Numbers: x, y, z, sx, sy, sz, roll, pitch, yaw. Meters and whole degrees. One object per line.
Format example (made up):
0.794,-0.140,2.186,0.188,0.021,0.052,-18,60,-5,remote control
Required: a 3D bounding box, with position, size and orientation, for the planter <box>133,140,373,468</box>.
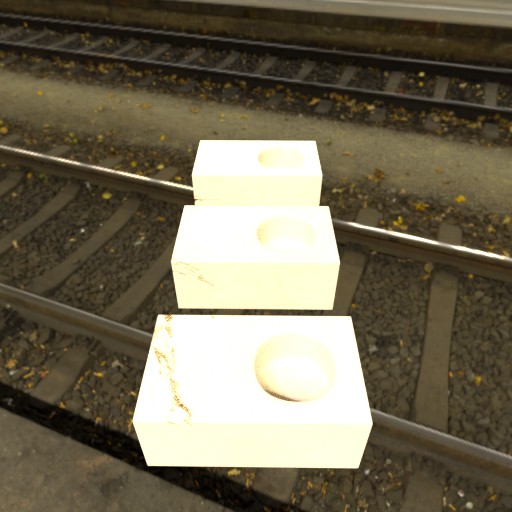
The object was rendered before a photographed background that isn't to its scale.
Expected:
0.000,0.000,0.377,0.127,0.051,0.333,0,40,1,planter
